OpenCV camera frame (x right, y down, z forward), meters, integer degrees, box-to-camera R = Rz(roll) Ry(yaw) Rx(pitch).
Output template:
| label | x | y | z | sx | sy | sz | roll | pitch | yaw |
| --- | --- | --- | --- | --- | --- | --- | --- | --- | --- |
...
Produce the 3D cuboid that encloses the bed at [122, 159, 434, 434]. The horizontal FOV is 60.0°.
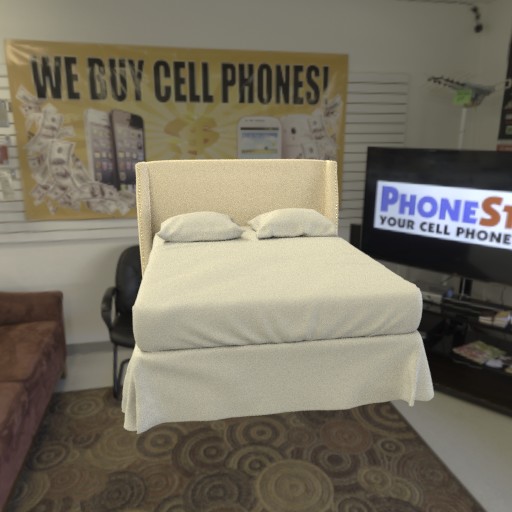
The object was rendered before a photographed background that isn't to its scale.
| label | x | y | z | sx | sy | sz | roll | pitch | yaw |
| --- | --- | --- | --- | --- | --- | --- | --- | --- | --- |
| bed | 0.000 | 0.000 | 3.376 | 1.925 | 1.332 | 2.276 | -2 | 15 | -8 |
